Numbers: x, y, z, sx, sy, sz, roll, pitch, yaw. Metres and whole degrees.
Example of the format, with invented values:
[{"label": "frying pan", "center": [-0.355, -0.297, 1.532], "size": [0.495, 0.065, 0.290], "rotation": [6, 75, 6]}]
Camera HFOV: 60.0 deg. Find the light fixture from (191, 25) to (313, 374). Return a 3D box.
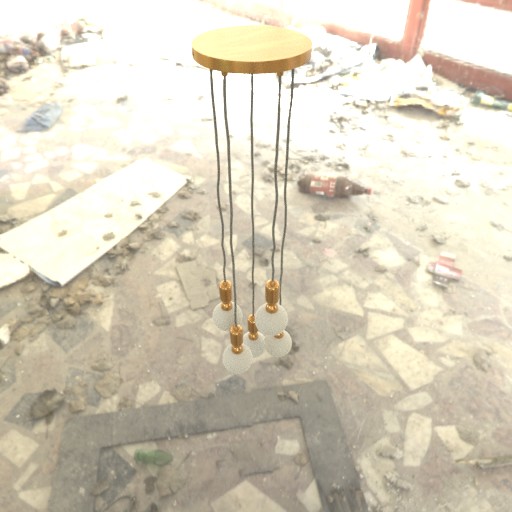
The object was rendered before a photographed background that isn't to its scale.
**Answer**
[{"label": "light fixture", "center": [0.000, 0.000, 0.504], "size": [0.105, 0.457, 0.108], "rotation": [-13, 43, -14]}]
